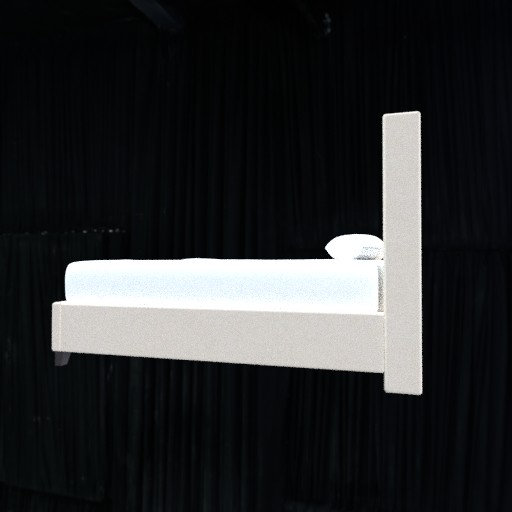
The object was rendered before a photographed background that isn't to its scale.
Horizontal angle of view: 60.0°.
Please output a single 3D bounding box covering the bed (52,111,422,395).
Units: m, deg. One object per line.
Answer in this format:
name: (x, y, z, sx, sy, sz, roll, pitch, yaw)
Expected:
bed: (0.000, 0.000, 3.451, 2.293, 1.471, 1.778, 0, -1, 16)
